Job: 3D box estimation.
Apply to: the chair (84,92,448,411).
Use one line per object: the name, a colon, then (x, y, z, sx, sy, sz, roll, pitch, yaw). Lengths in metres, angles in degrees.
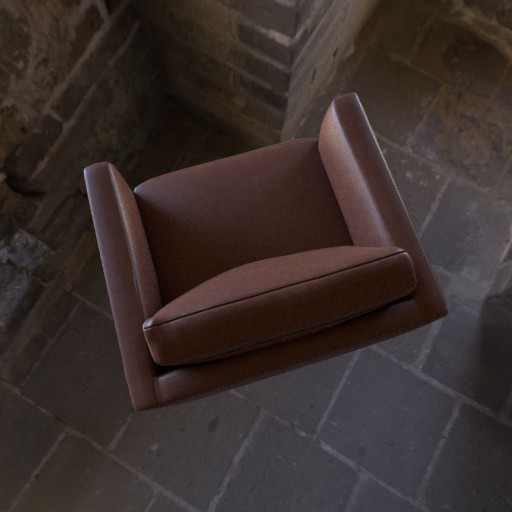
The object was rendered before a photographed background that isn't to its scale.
chair: (0.000, 0.000, 1.841, 1.107, 0.917, 0.959, -16, 74, -5)
